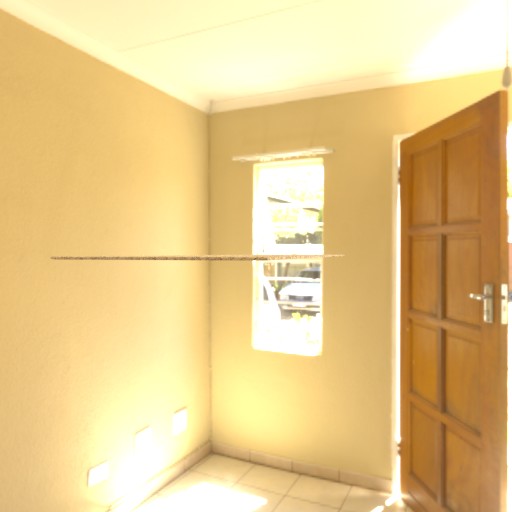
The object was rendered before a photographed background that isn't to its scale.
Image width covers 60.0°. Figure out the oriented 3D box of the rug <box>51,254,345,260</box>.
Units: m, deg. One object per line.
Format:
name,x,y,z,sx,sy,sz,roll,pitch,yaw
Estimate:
rug,0.000,0.000,2.613,0.807,0.013,2.436,0,0,17
